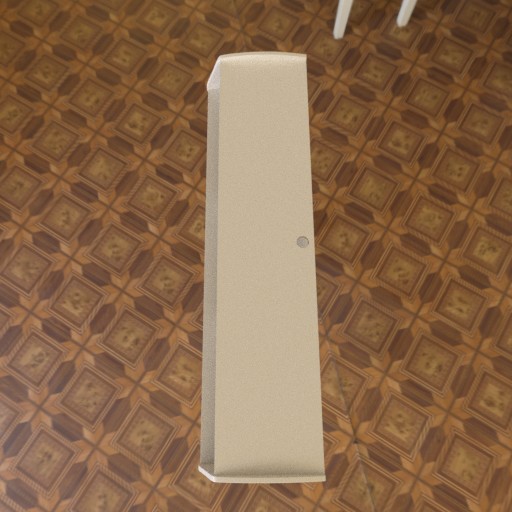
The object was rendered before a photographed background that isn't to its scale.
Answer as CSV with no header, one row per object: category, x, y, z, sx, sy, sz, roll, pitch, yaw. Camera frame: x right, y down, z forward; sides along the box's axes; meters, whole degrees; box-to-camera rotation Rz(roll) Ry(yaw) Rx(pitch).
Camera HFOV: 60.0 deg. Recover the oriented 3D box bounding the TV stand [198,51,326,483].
TV stand,0.000,0.000,1.675,0.397,0.424,1.473,-1,75,0
